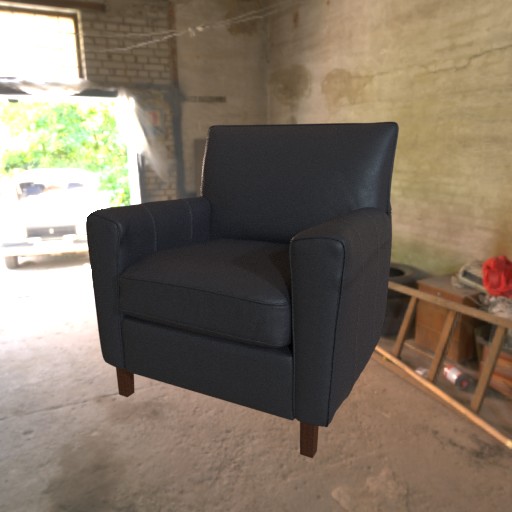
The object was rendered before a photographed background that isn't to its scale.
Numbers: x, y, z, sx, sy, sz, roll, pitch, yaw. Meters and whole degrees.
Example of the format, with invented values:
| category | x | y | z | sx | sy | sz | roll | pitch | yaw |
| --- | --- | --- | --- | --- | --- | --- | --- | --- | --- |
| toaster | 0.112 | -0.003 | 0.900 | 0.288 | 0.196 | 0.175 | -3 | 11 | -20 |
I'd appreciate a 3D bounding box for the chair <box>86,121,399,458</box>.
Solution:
| category | x | y | z | sx | sy | sz | roll | pitch | yaw |
| --- | --- | --- | --- | --- | --- | --- | --- | --- | --- |
| chair | 0.000 | 0.000 | 1.602 | 0.870 | 0.943 | 0.825 | 7 | 16 | 26 |
